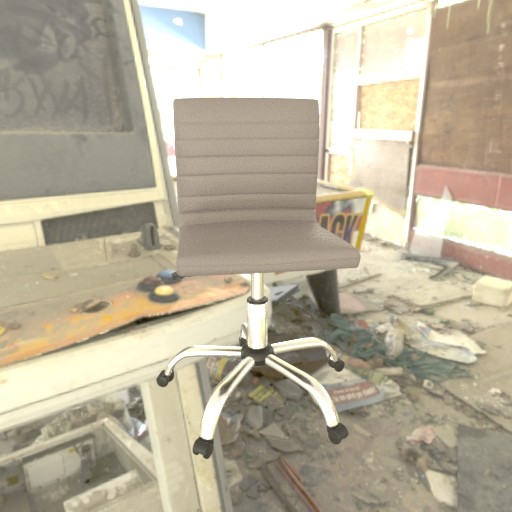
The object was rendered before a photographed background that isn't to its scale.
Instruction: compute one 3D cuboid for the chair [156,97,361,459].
[{"bbox_3d":[0.000,0.000,1.136,0.556,0.780,0.530,-3,17,-8],"label":"chair"}]
